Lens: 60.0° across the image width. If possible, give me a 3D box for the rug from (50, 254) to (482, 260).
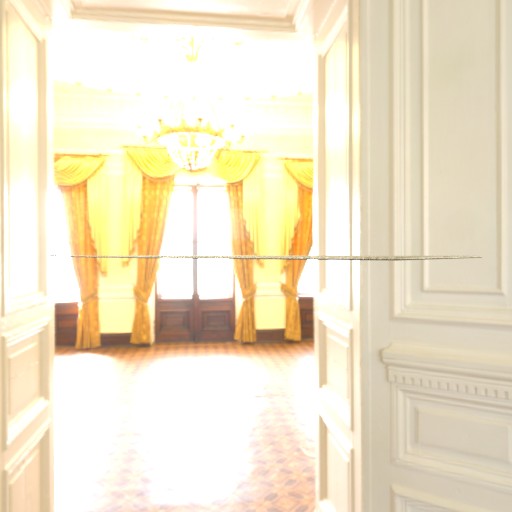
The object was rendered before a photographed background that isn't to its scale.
[{"bbox_3d":[0.000,0.000,2.948,2.447,0.021,1.527,0,0,37],"label":"rug"}]
